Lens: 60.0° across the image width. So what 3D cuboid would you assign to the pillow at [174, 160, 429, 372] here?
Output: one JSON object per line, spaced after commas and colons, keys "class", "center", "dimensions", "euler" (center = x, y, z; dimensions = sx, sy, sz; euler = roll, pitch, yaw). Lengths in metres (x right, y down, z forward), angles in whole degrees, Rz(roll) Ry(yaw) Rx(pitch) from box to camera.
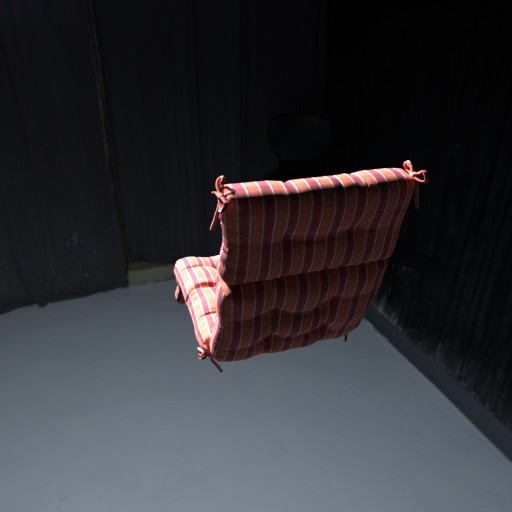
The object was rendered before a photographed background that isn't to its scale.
{"class": "pillow", "center": [0.000, 0.000, 1.552], "dimensions": [0.526, 0.863, 1.016], "euler": [-9, 28, -17]}
